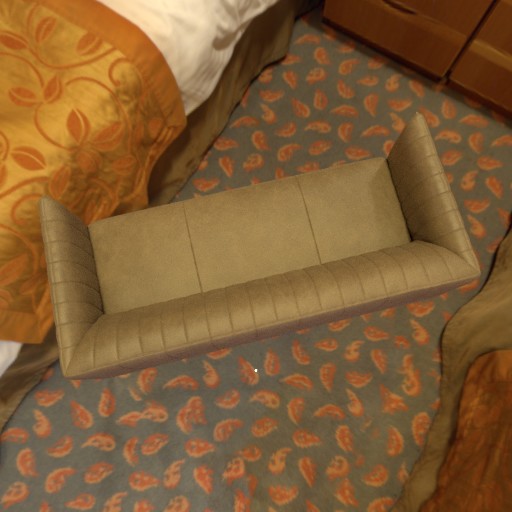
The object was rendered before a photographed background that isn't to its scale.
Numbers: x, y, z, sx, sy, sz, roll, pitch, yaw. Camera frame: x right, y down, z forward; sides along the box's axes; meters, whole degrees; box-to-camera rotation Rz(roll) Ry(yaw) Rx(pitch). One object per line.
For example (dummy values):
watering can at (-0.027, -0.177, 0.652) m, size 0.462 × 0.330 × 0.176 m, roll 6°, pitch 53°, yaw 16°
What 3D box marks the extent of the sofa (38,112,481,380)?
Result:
sofa at (0.000, 0.000, 2.399) m, size 1.980 × 0.779 × 0.876 m, roll -13°, pitch 76°, yaw -3°
